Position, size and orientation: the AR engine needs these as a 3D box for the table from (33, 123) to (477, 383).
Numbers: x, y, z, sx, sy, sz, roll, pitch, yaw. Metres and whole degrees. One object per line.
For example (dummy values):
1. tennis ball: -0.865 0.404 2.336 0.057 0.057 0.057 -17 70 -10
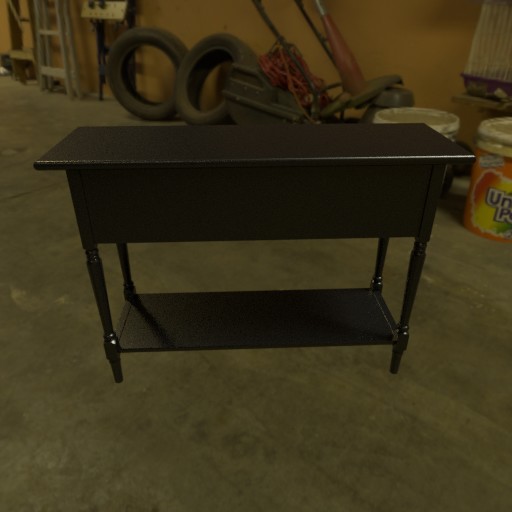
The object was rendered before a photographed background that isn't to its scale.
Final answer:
1. table: 0.000 0.000 1.554 1.191 0.819 0.386 -1 30 -2
